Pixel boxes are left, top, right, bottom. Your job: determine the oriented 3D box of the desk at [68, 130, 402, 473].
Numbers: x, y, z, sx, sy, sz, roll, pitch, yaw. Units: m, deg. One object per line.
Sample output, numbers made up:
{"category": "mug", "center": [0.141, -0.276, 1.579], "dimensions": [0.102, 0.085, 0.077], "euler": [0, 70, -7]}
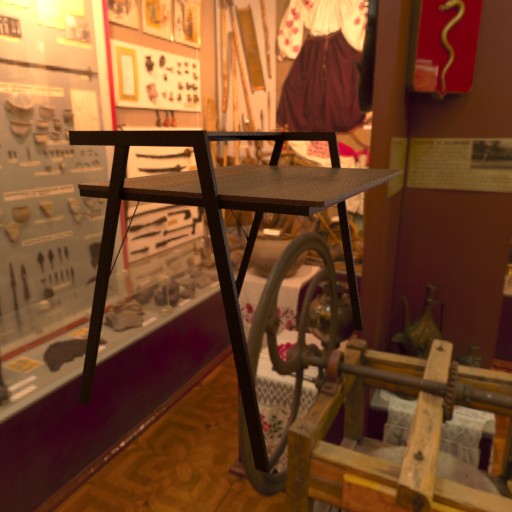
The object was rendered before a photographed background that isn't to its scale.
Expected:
{"category": "desk", "center": [0.000, 0.000, 1.843], "dimensions": [0.936, 0.998, 1.143], "euler": [8, 17, 26]}
